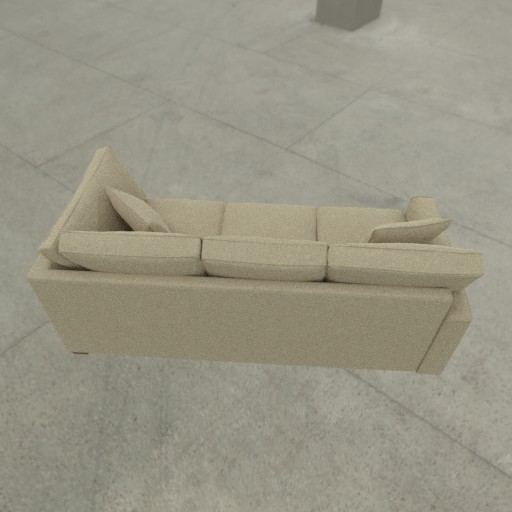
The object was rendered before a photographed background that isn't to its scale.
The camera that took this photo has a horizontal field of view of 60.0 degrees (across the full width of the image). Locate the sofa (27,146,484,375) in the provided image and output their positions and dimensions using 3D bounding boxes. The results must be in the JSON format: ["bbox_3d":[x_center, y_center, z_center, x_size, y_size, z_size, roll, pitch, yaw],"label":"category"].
[{"bbox_3d":[0.000,0.000,2.777,2.317,0.962,1.061,3,46,3],"label":"sofa"}]
